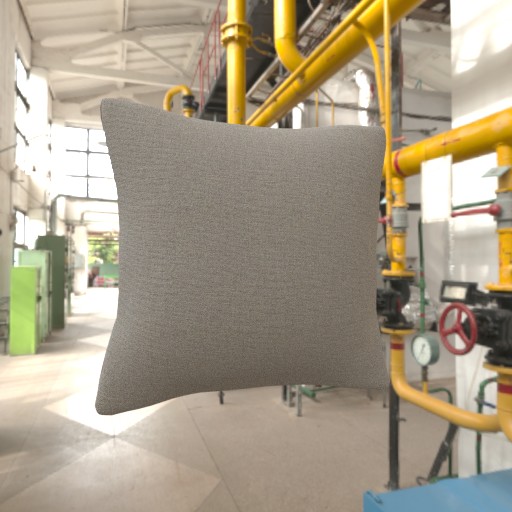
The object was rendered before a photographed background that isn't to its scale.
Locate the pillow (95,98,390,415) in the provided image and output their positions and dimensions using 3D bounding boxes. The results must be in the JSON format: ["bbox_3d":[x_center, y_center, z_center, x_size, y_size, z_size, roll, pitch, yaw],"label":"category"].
[{"bbox_3d":[0.000,0.000,0.642,0.437,0.419,0.136,0,-1,-17],"label":"pillow"}]
